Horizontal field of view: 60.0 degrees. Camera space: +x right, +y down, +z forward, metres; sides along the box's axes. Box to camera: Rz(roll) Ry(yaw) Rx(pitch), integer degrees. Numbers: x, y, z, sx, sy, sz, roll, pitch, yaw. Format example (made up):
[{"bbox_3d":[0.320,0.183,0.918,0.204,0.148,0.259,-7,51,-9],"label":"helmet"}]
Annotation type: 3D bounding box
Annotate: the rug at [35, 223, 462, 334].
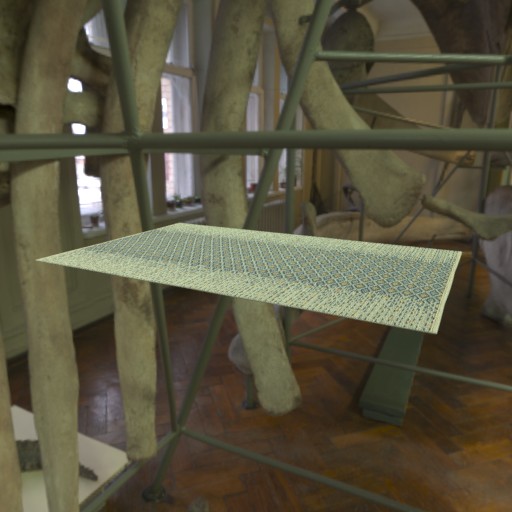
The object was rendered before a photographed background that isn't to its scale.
[{"bbox_3d":[0.000,0.000,2.992,2.448,0.008,1.541,7,16,27],"label":"rug"}]
